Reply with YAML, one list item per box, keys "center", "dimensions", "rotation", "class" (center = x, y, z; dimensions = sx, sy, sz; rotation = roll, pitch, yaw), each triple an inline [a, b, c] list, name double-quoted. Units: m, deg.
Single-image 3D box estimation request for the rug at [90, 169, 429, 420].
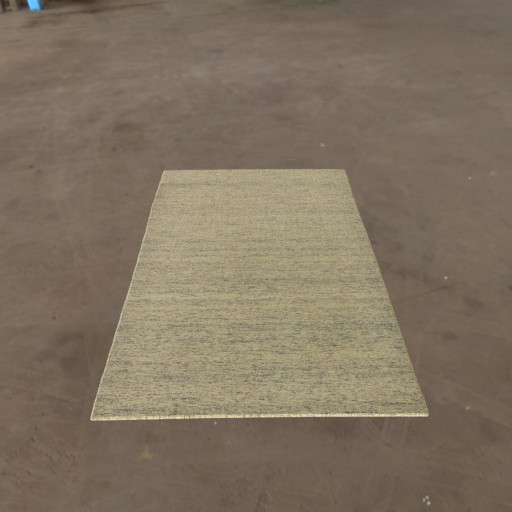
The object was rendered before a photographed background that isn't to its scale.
- center: [0.000, 0.000, 2.320]
  dimensions: [1.243, 0.014, 1.846]
  rotation: [0, 40, -1]
  class: "rug"
